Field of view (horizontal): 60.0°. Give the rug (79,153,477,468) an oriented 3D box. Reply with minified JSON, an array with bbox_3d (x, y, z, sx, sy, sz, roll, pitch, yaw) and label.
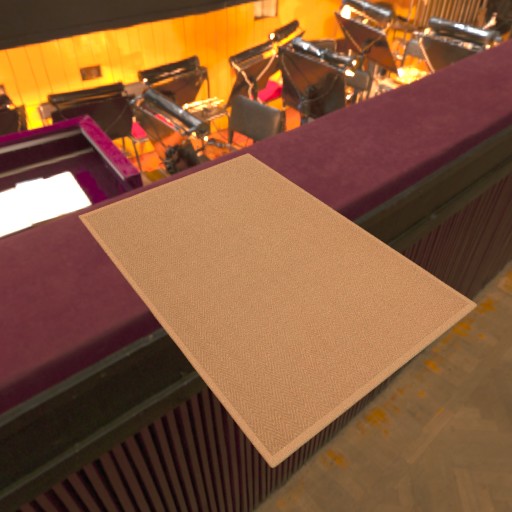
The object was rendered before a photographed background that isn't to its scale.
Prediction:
[{"bbox_3d":[0.000,0.000,2.889,1.532,0.017,2.244,-27,48,-27],"label":"rug"}]
